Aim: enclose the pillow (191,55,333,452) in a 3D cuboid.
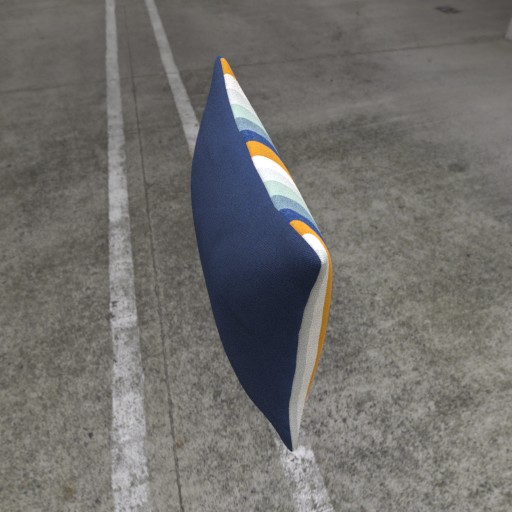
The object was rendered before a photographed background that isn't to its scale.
[{"bbox_3d":[0.000,0.000,0.710,0.173,0.454,0.463,-11,47,-10],"label":"pillow"}]
